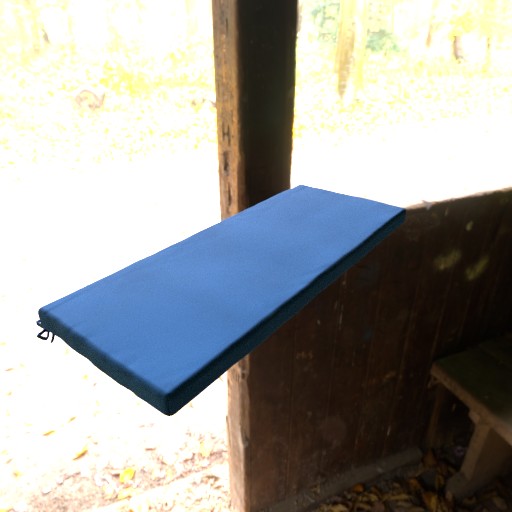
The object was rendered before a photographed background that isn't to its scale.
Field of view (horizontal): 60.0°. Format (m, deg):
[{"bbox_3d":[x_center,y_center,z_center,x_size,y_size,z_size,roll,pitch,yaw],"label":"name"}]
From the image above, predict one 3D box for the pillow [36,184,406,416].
[{"bbox_3d":[0.000,0.000,1.327,0.492,0.081,1.187,20,34,33],"label":"pillow"}]
